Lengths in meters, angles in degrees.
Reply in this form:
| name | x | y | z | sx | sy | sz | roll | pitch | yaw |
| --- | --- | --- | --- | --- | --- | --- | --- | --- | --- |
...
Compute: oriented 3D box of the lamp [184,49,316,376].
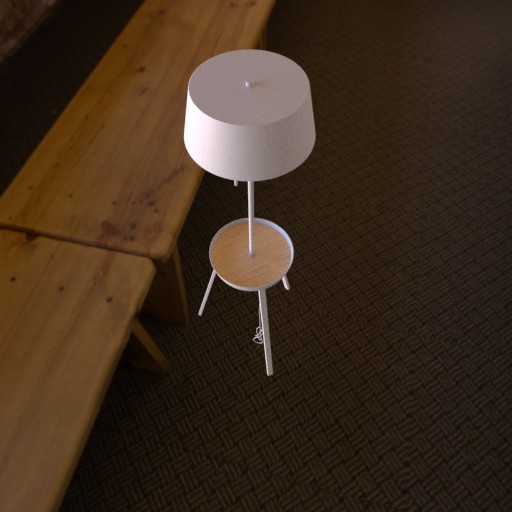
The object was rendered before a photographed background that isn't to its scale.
| name | x | y | z | sx | sy | sz | roll | pitch | yaw |
| --- | --- | --- | --- | --- | --- | --- | --- | --- | --- |
| lamp | 0.000 | 0.000 | 1.665 | 0.508 | 1.429 | 0.468 | -16 | 58 | -10 |
